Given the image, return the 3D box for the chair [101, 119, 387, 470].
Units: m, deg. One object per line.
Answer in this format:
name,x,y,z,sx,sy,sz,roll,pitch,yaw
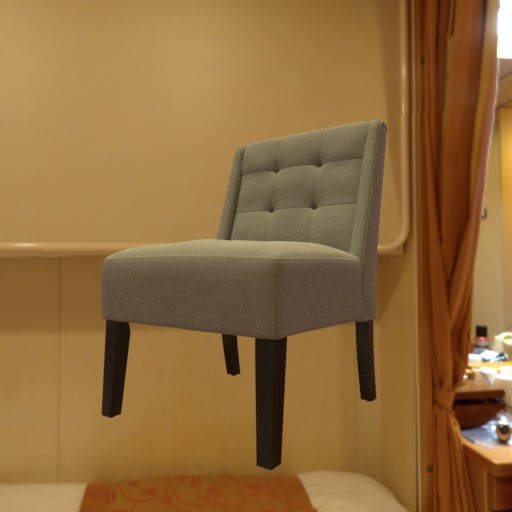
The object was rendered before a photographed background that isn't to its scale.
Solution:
chair,0.000,0.000,1.284,0.569,0.853,0.676,-1,-1,35
